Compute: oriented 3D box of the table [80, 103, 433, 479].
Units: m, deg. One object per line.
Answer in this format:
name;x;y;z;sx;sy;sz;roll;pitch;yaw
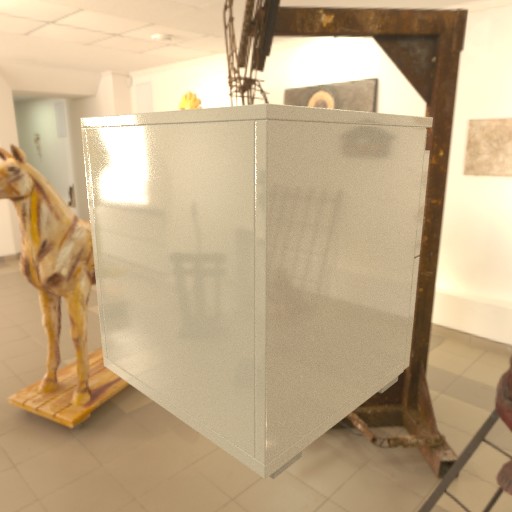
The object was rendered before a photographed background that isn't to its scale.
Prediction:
table;0.000;0.000;0.788;0.420;0.470;0.400;14;20;42
